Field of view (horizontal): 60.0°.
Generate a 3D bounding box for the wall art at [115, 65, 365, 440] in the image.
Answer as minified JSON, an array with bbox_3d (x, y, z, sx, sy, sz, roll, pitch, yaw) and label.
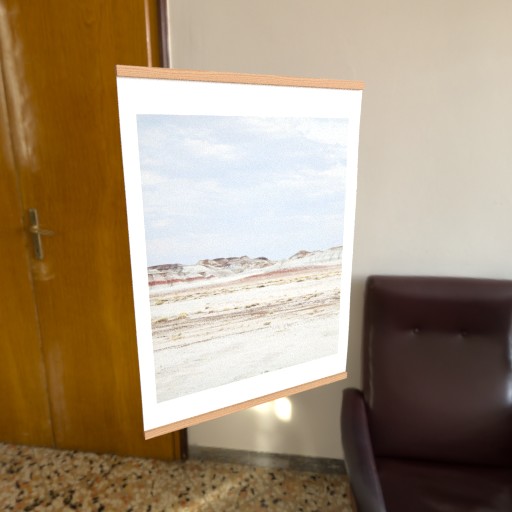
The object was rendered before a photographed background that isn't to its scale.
[{"bbox_3d":[0.000,0.000,1.333,0.739,1.016,0.020,-8,17,-26],"label":"wall art"}]
